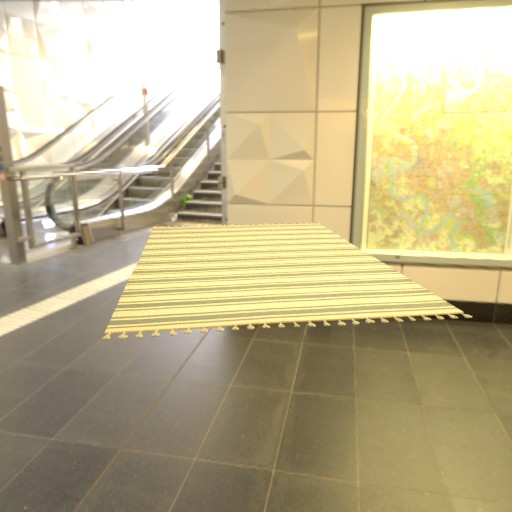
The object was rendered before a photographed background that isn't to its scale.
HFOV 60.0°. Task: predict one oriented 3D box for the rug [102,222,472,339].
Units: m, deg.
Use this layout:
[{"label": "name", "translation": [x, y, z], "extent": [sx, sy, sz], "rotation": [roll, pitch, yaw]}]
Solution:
[{"label": "rug", "translation": [0.000, 0.000, 2.948], "extent": [1.539, 0.011, 2.410], "rotation": [-2, 14, -8]}]
